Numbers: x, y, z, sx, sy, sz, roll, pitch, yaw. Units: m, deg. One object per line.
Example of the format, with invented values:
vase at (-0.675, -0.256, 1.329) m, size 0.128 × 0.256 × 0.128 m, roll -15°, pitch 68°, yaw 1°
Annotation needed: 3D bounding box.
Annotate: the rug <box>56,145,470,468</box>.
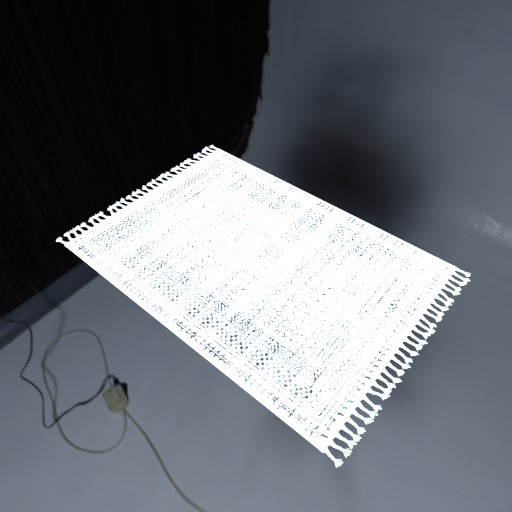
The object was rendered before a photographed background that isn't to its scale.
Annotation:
rug at (0.000, 0.000, 2.351) m, size 1.872 × 0.013 × 1.243 m, roll 32°, pitch 54°, yaw 26°
